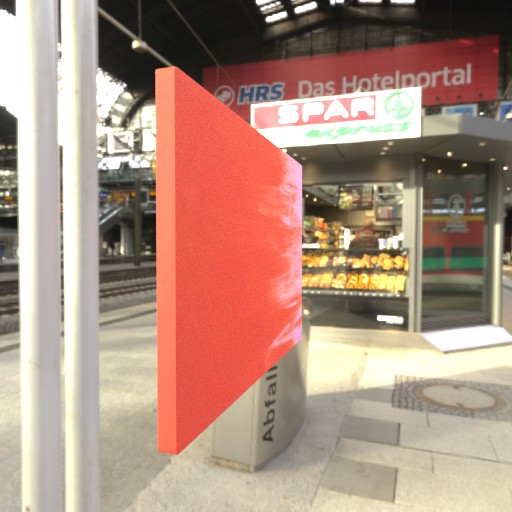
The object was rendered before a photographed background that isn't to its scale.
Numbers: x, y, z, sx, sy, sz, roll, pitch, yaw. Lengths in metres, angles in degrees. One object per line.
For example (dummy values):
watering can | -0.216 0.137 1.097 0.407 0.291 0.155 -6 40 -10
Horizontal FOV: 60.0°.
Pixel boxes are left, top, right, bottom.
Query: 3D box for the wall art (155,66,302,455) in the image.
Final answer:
wall art | 0.000 0.000 1.128 0.040 0.609 0.913 0 2 18
